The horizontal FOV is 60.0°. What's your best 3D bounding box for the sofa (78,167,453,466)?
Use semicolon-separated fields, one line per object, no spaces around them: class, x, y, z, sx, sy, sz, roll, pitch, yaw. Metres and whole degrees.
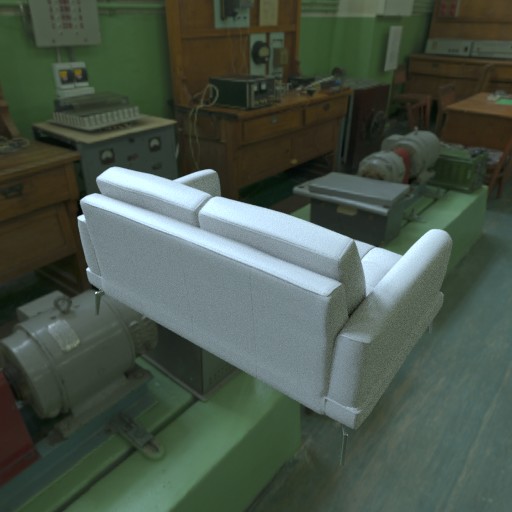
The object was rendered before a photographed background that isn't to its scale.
sofa;0.000;0.000;2.453;1.819;0.930;1.121;21;35;32
